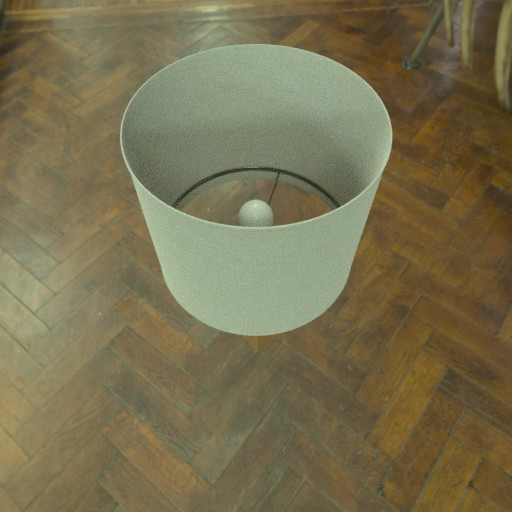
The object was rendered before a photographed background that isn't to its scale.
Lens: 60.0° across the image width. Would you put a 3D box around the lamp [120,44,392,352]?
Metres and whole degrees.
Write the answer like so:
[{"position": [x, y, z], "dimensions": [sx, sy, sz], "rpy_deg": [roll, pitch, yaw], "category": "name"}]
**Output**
[{"position": [0.000, 0.000, 0.550], "dimensions": [0.229, 0.417, 0.229], "rpy_deg": [-32, 62, -19], "category": "lamp"}]
